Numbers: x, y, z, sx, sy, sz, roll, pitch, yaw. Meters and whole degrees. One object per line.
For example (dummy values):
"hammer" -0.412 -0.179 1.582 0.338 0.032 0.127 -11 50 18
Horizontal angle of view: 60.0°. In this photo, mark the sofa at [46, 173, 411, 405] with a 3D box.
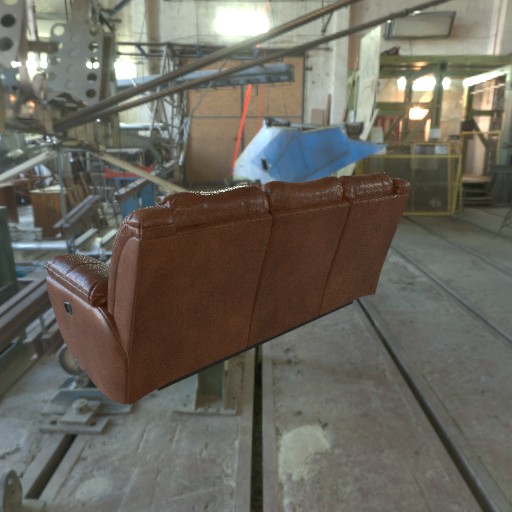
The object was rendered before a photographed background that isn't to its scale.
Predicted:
"sofa" 0.000 0.000 2.880 2.337 1.043 0.991 -14 20 -43
